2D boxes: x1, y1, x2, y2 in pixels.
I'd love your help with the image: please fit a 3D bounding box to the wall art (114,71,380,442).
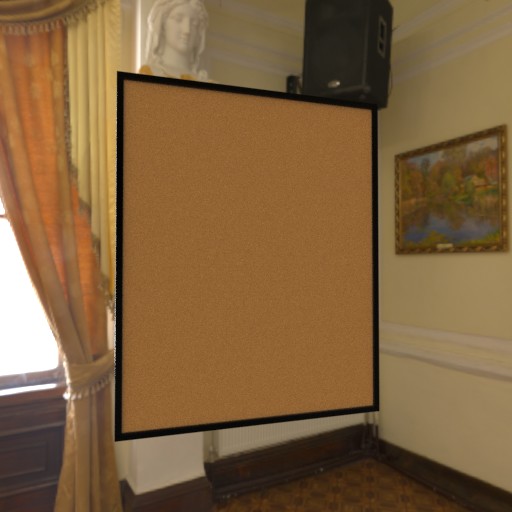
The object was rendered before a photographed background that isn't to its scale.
[{"bbox_3d":[0.000,0.000,0.747,0.451,0.553,0.039,0,-1,-18],"label":"wall art"}]
